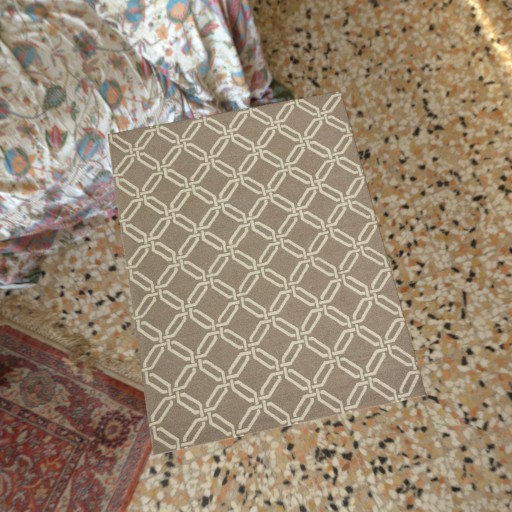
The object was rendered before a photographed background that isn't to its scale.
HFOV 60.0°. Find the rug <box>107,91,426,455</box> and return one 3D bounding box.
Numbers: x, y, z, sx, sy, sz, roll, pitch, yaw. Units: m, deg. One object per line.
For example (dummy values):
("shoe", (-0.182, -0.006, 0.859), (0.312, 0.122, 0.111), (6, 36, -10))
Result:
("rug", (0.000, 0.000, 3.940), (2.288, 0.018, 2.895), (-11, 77, -3))
